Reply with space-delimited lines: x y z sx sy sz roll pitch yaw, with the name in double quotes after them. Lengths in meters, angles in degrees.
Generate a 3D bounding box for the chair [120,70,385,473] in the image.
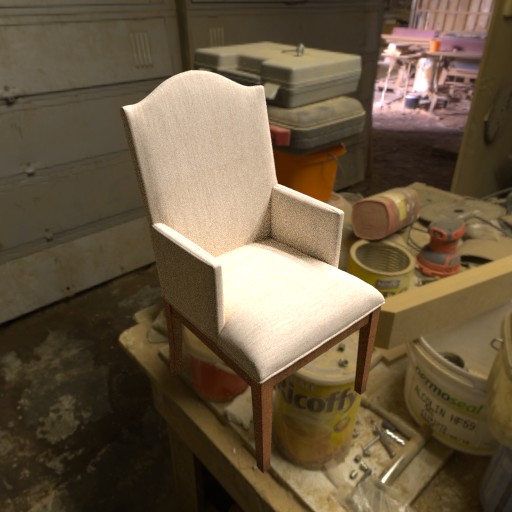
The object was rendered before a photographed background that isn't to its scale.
0.000 0.000 1.384 0.533 1.016 0.641 -24 38 -34 "chair"
